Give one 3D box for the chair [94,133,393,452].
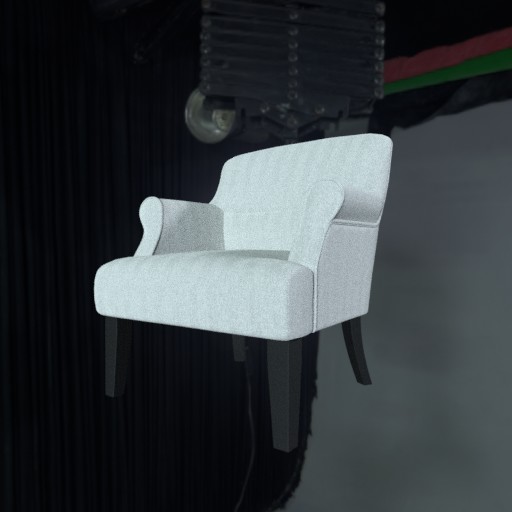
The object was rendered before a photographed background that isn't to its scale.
[{"bbox_3d":[0.000,0.000,1.467,0.781,0.875,0.750,0,1,36],"label":"chair"}]
